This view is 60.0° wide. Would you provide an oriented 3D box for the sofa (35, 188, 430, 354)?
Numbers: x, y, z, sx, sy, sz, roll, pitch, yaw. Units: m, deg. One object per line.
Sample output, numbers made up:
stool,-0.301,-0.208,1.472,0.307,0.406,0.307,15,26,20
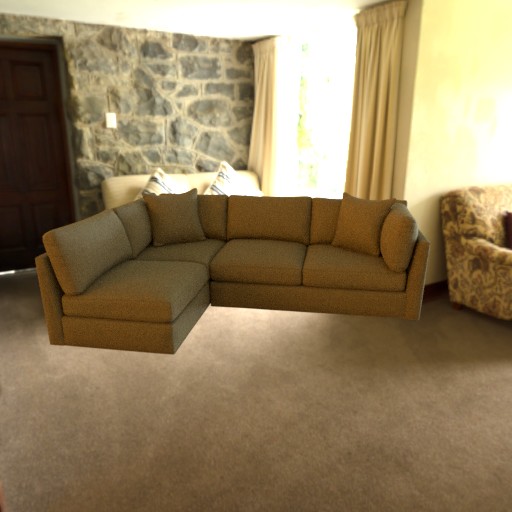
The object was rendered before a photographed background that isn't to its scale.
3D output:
sofa,0.000,0.000,3.921,2.896,0.978,1.994,3,16,9
